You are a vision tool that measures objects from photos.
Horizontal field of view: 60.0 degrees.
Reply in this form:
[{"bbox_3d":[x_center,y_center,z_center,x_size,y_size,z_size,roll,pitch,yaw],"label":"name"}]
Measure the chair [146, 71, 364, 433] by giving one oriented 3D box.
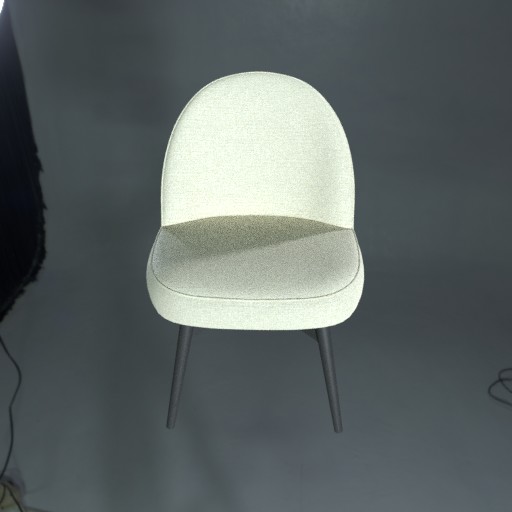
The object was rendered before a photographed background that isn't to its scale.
[{"bbox_3d":[0.000,0.000,1.174,0.532,0.838,0.540,1,31,1],"label":"chair"}]
